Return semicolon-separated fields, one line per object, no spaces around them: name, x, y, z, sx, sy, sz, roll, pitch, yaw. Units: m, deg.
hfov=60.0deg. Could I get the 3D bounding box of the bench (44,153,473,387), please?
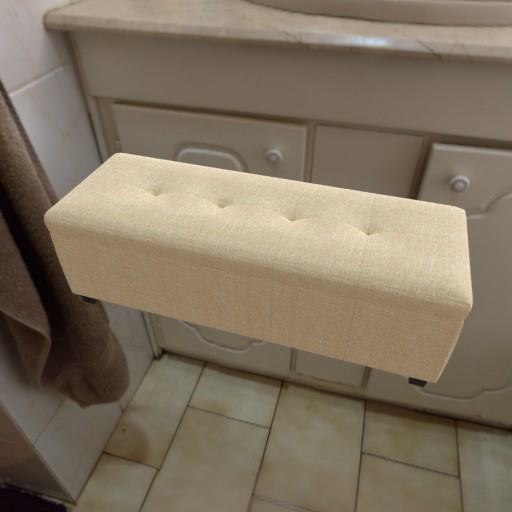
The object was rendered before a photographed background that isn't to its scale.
bench;0.000;0.000;1.452;1.219;0.406;0.432;12;42;13
